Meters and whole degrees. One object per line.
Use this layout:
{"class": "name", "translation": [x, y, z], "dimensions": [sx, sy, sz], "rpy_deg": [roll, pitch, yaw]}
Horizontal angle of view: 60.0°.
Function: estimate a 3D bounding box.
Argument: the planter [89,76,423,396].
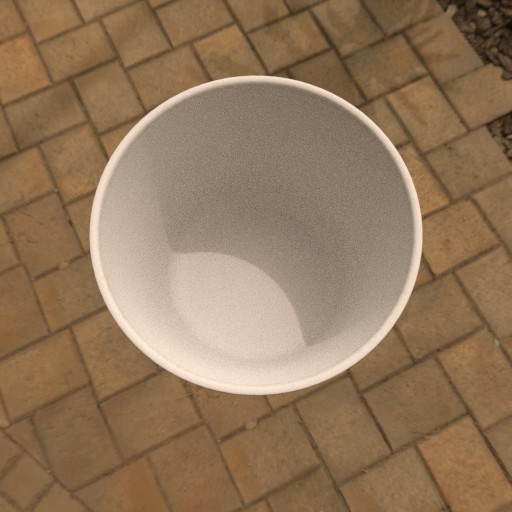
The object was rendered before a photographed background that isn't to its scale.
{"class": "planter", "translation": [0.000, 0.000, 0.779], "dimensions": [0.440, 0.398, 0.440], "rpy_deg": [0, 77, 0]}
